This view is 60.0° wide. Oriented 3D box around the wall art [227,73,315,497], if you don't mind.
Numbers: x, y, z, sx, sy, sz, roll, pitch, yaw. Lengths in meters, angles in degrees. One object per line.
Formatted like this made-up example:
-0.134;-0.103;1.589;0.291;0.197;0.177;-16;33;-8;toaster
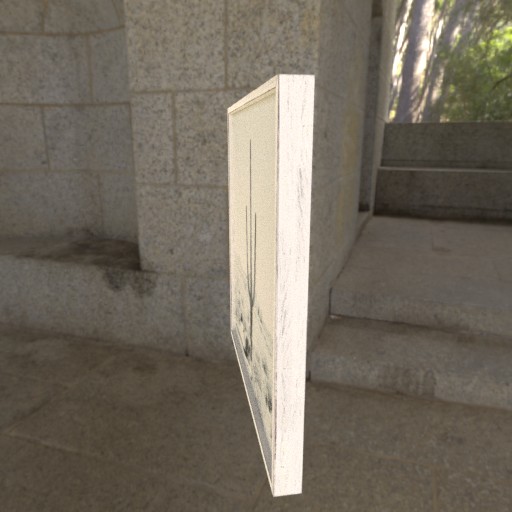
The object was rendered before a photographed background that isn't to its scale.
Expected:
0.000;0.000;0.751;0.038;0.508;0.508;-2;15;-9;wall art
